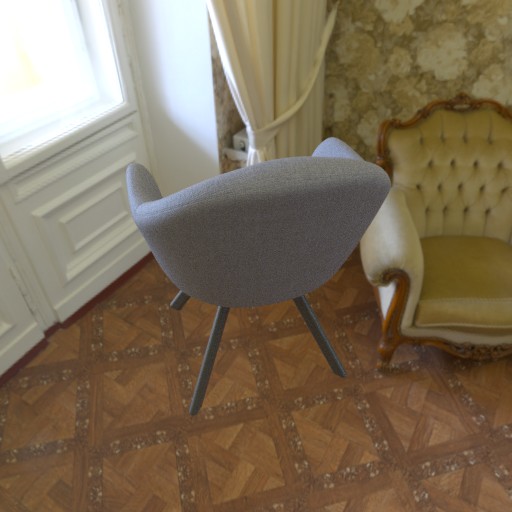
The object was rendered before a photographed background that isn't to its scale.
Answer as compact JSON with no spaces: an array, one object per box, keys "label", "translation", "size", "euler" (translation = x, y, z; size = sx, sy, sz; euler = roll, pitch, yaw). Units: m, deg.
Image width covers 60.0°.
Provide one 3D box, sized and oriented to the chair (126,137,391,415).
[{"label":"chair","translation":[0.000,0.000,1.192],"size":[0.590,0.795,0.550],"euler":[-10,42,-12]}]
